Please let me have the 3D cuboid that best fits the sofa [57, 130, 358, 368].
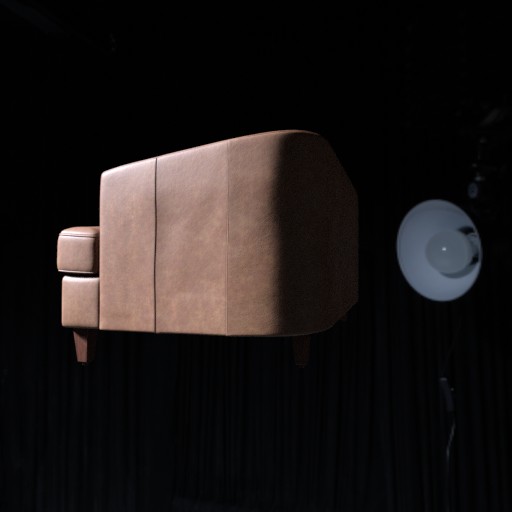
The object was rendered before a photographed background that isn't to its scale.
[{"bbox_3d":[0.000,0.000,2.225,0.914,0.786,1.755,0,-1,18],"label":"sofa"}]
